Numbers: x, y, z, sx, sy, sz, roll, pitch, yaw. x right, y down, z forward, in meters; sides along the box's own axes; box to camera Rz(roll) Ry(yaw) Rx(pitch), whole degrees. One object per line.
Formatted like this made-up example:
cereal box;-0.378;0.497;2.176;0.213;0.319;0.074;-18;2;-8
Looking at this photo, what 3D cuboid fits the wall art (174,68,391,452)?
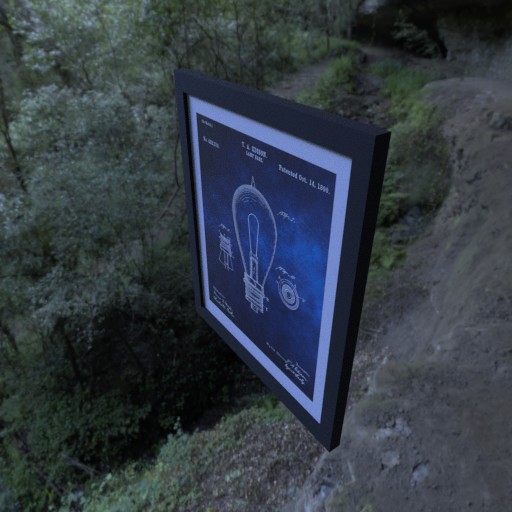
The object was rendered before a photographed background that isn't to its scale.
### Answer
wall art;0.000;0.000;0.714;0.023;0.505;0.428;-21;38;-29
